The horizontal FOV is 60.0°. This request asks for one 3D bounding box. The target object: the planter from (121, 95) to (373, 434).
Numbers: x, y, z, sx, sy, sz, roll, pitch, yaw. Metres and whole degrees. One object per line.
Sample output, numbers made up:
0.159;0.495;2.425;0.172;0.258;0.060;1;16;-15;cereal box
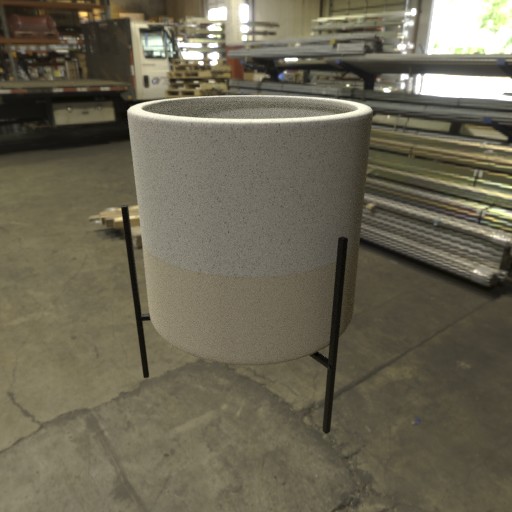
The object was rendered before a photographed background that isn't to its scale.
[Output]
0.000;0.000;0.653;0.313;0.423;0.335;-18;30;-34;planter
